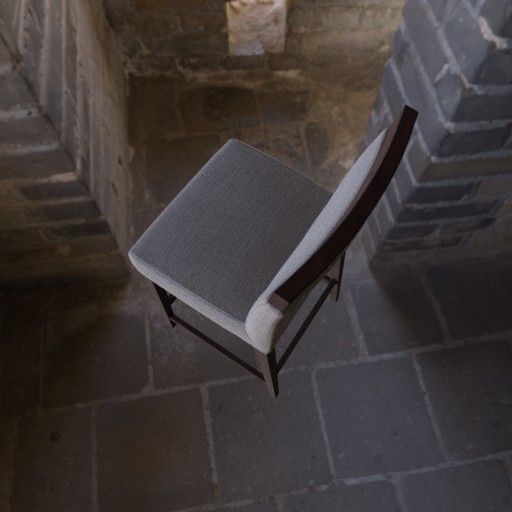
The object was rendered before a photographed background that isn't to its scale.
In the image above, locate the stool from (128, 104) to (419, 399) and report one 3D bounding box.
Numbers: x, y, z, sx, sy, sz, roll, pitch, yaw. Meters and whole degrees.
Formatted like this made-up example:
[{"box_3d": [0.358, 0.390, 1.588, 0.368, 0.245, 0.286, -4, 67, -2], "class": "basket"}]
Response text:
[{"box_3d": [0.000, 0.000, 1.323, 0.531, 1.009, 0.512, 31, 67, 15], "class": "stool"}]
